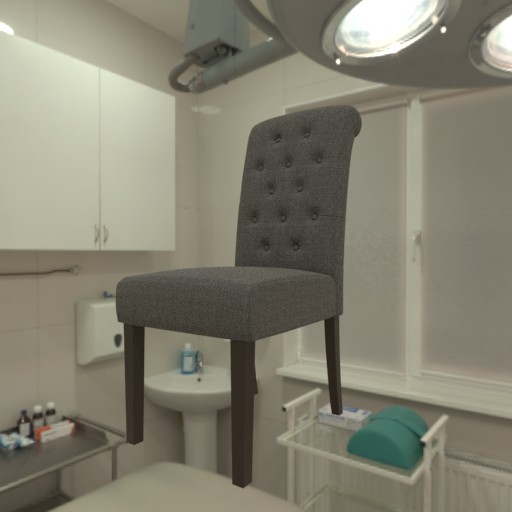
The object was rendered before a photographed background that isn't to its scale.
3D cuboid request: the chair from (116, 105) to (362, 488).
[{"bbox_3d":[0.000,0.000,1.337,0.456,1.006,0.671,0,1,36],"label":"chair"}]
